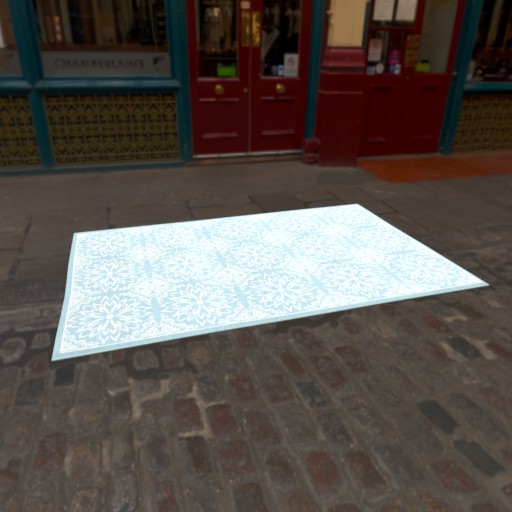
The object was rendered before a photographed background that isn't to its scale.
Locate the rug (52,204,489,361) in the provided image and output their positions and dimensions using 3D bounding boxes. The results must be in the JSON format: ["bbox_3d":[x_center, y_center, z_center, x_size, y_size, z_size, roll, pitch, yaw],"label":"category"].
[{"bbox_3d":[0.000,0.000,2.292,1.840,0.012,1.219,-7,26,-15],"label":"rug"}]
